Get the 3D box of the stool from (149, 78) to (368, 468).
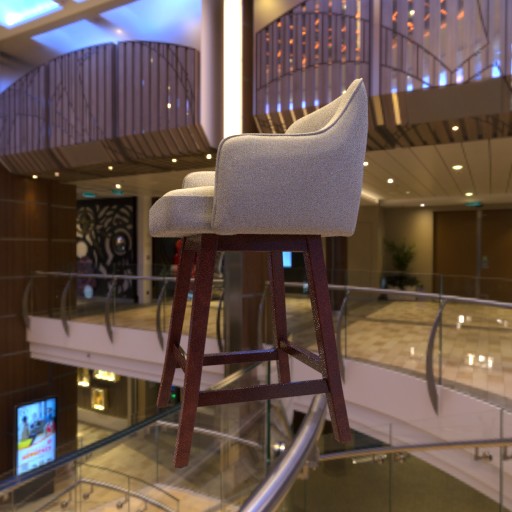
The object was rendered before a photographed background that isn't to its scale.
[{"bbox_3d":[0.000,0.000,1.251,0.560,0.936,0.550,0,1,-18],"label":"stool"}]
